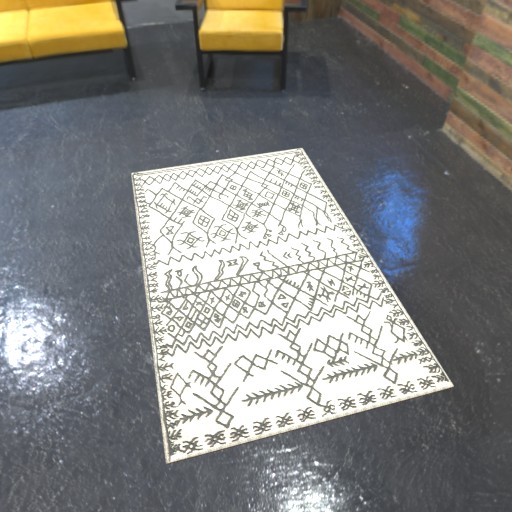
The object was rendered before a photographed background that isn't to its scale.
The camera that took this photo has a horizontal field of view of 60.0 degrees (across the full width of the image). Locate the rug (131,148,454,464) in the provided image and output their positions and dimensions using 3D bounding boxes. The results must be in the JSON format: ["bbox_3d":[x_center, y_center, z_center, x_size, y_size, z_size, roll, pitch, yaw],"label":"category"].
[{"bbox_3d":[0.000,0.000,3.048,1.526,0.012,2.444,-11,46,-11],"label":"rug"}]
